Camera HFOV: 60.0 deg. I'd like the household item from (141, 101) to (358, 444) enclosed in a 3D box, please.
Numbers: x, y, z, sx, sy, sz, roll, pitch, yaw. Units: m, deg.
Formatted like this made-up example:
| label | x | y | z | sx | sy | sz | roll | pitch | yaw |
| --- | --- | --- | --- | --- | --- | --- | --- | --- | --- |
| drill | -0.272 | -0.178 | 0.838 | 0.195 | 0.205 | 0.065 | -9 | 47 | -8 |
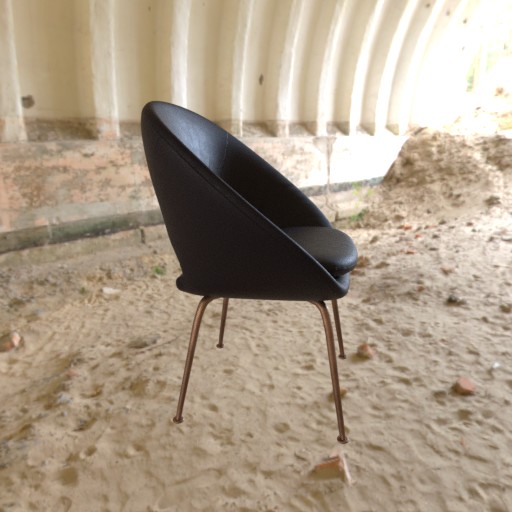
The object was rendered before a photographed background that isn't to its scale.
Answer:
| label | x | y | z | sx | sy | sz | roll | pitch | yaw |
| --- | --- | --- | --- | --- | --- | --- | --- | --- | --- |
| household item | 0.000 | 0.000 | 1.283 | 0.573 | 0.852 | 0.623 | 3 | 16 | 10 |
